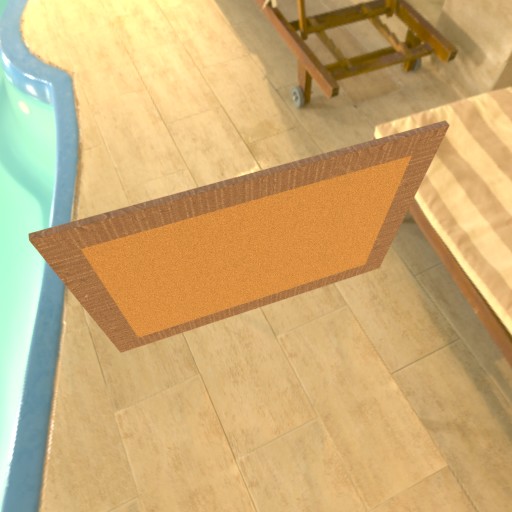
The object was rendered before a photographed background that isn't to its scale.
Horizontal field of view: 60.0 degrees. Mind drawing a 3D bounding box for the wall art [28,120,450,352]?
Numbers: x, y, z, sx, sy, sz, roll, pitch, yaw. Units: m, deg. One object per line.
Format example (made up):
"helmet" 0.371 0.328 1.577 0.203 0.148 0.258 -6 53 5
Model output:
"wall art" 0.000 0.000 1.385 1.056 0.761 0.020 -17 61 -10
